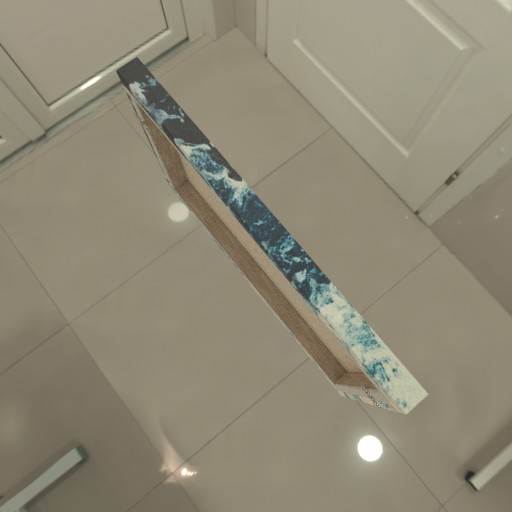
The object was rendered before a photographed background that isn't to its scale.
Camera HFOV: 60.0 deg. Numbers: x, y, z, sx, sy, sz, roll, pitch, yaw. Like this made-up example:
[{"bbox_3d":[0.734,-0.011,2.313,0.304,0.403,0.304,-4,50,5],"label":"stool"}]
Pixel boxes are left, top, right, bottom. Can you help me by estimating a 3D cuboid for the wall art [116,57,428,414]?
[{"bbox_3d":[0.000,0.000,0.783,0.043,0.407,0.609,-38,79,-9],"label":"wall art"}]
